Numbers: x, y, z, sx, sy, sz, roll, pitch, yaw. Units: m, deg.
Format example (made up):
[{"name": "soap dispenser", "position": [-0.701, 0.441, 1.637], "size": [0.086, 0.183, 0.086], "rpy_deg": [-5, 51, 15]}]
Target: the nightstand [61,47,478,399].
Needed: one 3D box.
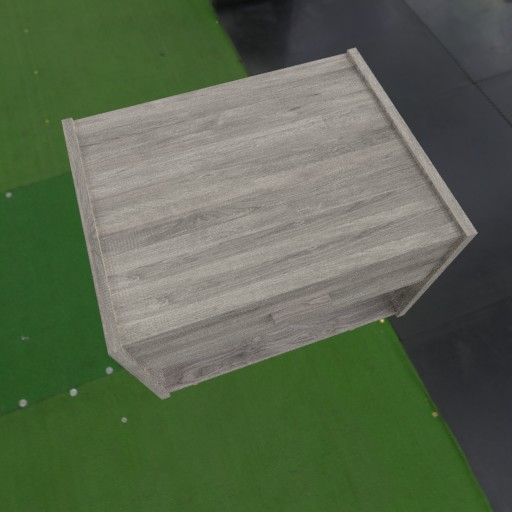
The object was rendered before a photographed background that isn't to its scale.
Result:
[{"name": "nightstand", "position": [0.000, 0.000, 0.837], "size": [0.480, 0.500, 0.380], "rpy_deg": [-17, 65, -8]}]
